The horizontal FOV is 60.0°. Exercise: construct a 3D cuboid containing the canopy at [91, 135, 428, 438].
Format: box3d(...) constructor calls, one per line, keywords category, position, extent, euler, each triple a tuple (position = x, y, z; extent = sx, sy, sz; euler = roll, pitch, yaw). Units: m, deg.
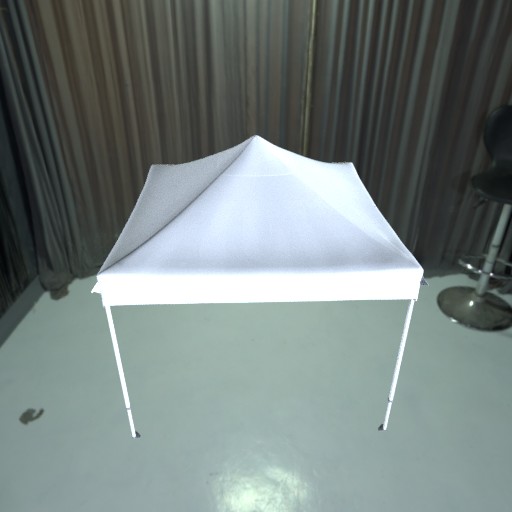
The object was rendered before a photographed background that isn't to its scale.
box3d(category="canopy", position=(0.000, 0.000, 5.502), extent=(2.996, 2.998, 2.994), euler=(-1, 31, -2))
